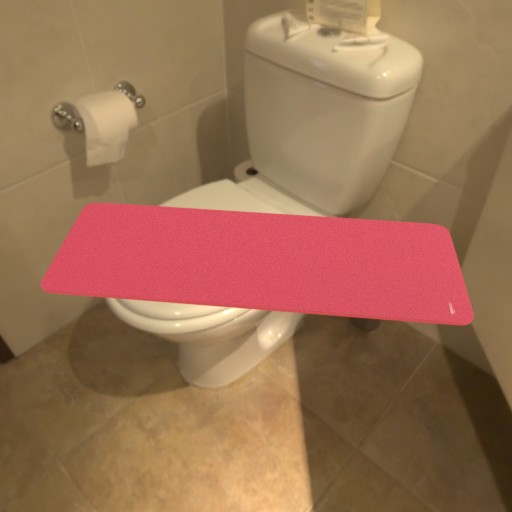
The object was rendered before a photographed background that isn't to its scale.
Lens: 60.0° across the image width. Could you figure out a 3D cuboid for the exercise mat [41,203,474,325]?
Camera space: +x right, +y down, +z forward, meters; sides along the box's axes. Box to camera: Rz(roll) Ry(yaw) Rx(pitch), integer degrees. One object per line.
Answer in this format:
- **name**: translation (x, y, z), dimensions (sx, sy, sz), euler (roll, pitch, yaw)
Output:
- **exercise mat**: translation (0.000, 0.000, 2.090), dimensions (1.884, 0.021, 0.616), euler (4, 45, 4)
